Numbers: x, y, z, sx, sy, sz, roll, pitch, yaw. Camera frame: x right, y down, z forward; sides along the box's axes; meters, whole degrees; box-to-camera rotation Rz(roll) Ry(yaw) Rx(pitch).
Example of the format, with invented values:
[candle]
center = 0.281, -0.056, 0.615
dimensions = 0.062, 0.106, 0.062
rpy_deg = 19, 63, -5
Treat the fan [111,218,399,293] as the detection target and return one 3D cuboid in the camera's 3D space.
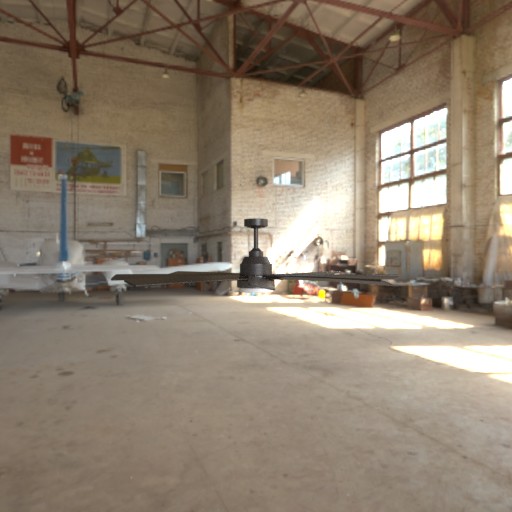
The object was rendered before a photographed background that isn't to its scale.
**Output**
[fan]
center = 0.000, 0.000, 2.864
dimensions = 1.830, 0.472, 1.830
rpy_deg = 0, 0, -2
